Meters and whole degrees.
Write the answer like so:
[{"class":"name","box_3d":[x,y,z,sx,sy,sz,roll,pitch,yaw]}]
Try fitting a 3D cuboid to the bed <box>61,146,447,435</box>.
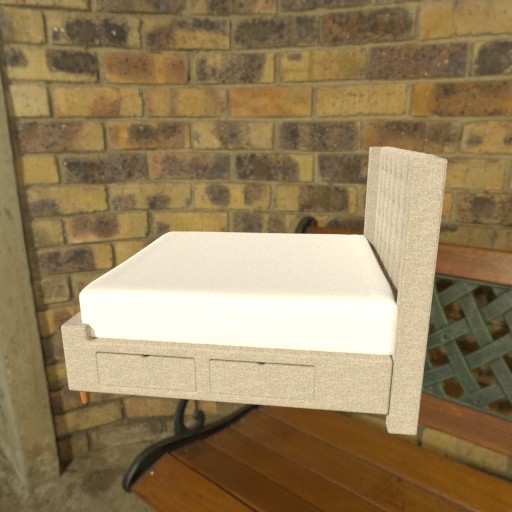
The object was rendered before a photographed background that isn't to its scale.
[{"class":"bed","box_3d":[0.000,0.000,3.716,2.372,1.748,2.044,2,16,7]}]
